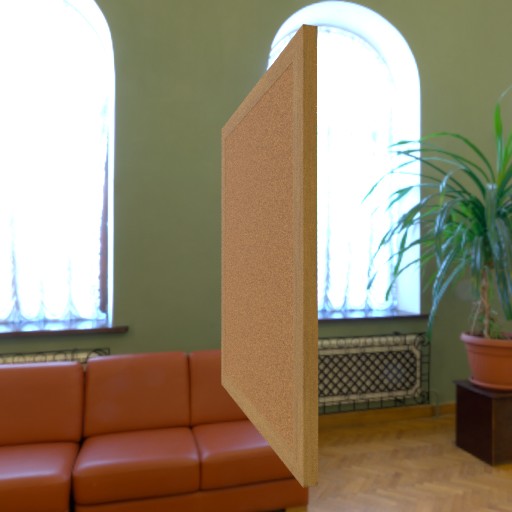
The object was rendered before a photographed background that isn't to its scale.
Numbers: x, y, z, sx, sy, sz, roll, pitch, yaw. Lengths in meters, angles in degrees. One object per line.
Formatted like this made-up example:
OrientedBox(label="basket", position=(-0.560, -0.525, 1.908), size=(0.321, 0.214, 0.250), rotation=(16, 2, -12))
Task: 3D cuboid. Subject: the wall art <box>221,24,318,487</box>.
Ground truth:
OrientedBox(label="wall art", position=(0.000, 0.000, 0.759), size=(0.020, 0.561, 0.460), rotation=(0, 0, -17))
